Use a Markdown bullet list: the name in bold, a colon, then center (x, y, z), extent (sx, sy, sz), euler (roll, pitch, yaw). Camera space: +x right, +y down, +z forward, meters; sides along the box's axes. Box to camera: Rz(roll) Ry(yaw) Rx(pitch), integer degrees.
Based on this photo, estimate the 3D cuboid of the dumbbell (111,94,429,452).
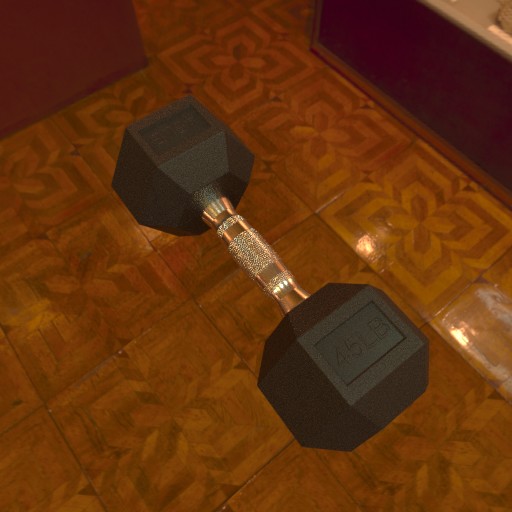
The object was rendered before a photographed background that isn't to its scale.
- **dumbbell**: center (0.000, 0.000, 0.415), extent (0.141, 0.123, 0.356), euler (-34, 68, -16)
